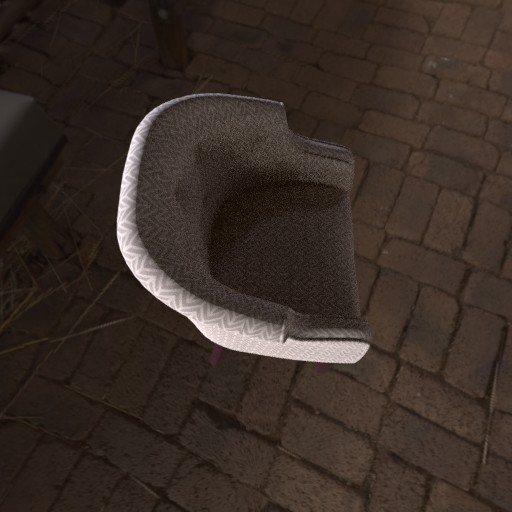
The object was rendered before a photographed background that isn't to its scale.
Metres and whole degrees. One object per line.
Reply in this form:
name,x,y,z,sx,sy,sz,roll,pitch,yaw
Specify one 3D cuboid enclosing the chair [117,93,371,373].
chair,0.000,0.000,1.354,0.613,0.858,0.686,1,64,1
